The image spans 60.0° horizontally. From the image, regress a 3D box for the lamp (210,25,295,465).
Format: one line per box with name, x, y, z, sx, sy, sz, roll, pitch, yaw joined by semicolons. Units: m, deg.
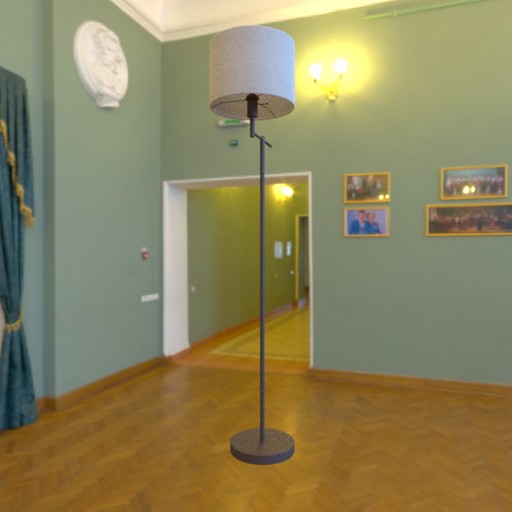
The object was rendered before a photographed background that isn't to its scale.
lamp;0.000;0.000;1.745;0.324;1.600;0.416;0;1;18
